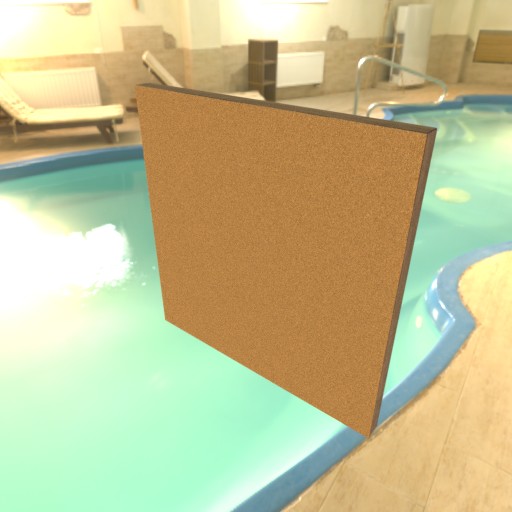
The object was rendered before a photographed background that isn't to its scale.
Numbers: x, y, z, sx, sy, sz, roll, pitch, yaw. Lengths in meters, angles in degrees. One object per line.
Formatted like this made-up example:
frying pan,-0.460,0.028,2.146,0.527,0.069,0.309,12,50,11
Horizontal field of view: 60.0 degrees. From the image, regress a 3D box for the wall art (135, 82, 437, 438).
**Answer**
wall art,0.000,0.000,1.124,0.749,0.751,0.050,22,37,33
